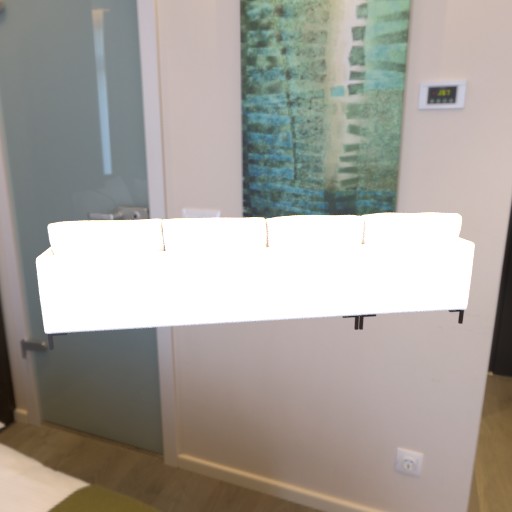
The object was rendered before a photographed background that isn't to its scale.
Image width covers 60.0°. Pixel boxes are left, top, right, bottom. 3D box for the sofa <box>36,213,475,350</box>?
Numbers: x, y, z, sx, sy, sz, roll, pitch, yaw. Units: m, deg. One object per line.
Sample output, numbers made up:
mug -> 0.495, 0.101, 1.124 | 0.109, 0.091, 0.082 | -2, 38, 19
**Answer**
sofa -> 0.000, 0.000, 3.847 | 3.186, 0.875, 1.467 | -2, 14, -8
